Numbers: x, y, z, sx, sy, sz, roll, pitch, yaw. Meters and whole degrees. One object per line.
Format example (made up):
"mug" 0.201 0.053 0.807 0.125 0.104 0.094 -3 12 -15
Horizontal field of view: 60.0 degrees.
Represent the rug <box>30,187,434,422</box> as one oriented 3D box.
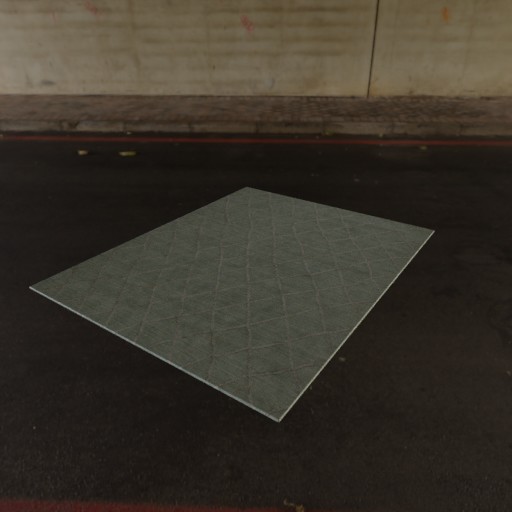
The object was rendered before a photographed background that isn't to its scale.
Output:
"rug" 0.000 0.000 4.131 2.420 0.019 3.039 18 33 30
